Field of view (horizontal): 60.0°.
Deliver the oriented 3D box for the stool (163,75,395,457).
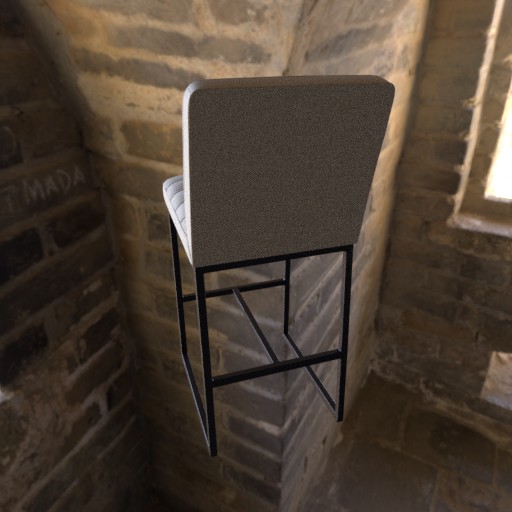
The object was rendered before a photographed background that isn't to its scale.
[{"bbox_3d":[0.000,0.000,1.336,0.460,1.040,0.560,-8,27,-17],"label":"stool"}]
